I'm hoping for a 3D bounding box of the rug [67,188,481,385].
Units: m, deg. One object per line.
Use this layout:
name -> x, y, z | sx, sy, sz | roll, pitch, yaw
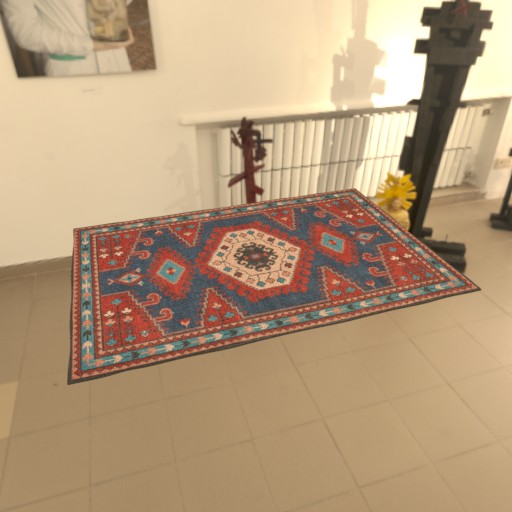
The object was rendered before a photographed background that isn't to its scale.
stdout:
rug -> 0.000, 0.000, 2.302 | 1.820, 0.012, 1.207 | -10, 34, -15
